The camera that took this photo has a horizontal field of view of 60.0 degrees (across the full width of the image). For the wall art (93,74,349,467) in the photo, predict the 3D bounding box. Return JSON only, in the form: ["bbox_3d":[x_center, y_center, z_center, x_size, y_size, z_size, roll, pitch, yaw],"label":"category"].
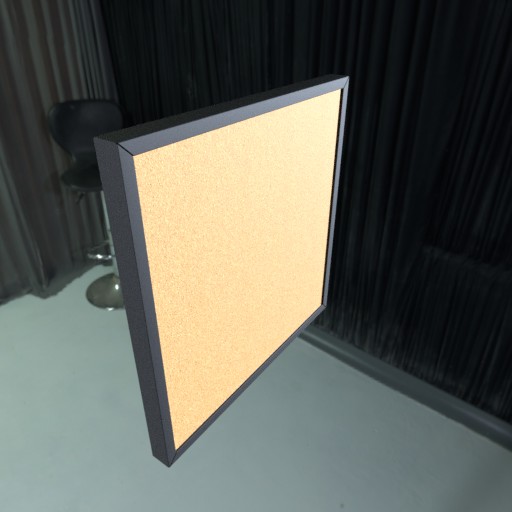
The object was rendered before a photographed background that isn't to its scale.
[{"bbox_3d":[0.000,0.000,0.742,0.037,0.508,0.508,20,36,30],"label":"wall art"}]
